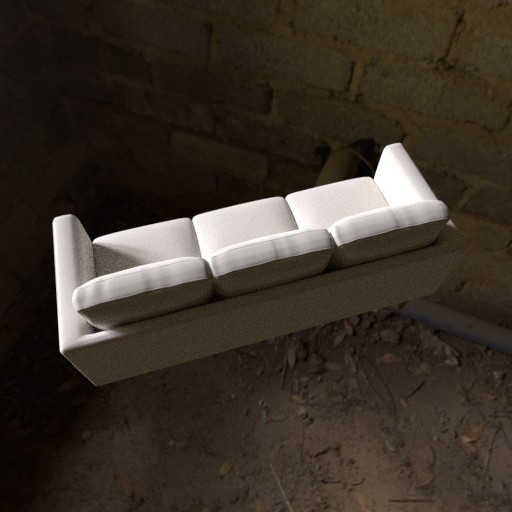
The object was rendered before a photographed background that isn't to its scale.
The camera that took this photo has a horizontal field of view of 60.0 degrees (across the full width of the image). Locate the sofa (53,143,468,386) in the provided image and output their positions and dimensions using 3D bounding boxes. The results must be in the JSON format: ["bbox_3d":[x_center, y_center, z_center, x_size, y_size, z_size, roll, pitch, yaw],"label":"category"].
[{"bbox_3d":[0.000,0.000,2.496,2.029,0.912,0.802,-14,59,-9],"label":"sofa"}]
